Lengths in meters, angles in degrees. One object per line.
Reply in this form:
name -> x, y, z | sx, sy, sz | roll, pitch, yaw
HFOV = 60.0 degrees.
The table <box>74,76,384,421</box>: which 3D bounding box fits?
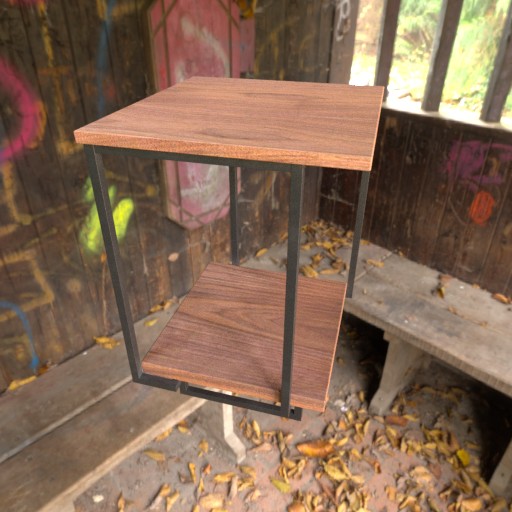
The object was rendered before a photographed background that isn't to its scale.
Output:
table -> 0.000, 0.000, 0.854 | 0.384, 0.567, 0.411 | 8, 33, 13
